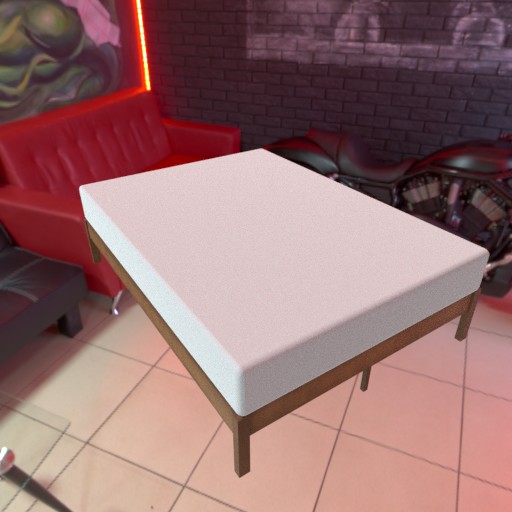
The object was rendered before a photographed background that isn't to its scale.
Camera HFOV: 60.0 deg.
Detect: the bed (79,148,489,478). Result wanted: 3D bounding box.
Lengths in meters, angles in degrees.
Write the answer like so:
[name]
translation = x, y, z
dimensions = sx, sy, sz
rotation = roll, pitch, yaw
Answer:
[bed]
translation = 0.000, 0.000, 2.751
dimensions = 1.529, 0.593, 2.050
rotation = -19, 36, -29
